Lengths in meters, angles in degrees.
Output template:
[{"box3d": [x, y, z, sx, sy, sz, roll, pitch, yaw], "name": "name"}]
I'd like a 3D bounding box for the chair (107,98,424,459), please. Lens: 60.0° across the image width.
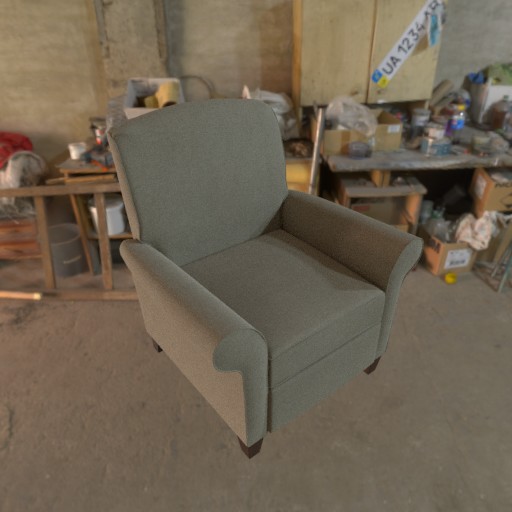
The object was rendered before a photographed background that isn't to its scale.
[{"box3d": [0.000, 0.000, 1.782, 0.978, 1.061, 0.905, -22, 38, -32], "name": "chair"}]
